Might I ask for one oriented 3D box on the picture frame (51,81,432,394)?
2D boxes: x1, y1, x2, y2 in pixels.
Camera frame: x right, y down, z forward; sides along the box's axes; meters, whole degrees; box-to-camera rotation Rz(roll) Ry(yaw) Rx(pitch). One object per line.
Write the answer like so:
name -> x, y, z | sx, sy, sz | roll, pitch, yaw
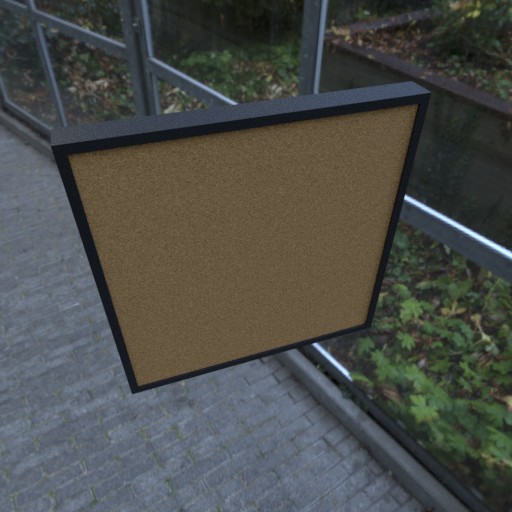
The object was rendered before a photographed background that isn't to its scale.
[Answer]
picture frame -> 0.000, 0.000, 0.467 | 0.317, 0.317, 0.030 | -12, 42, -14
